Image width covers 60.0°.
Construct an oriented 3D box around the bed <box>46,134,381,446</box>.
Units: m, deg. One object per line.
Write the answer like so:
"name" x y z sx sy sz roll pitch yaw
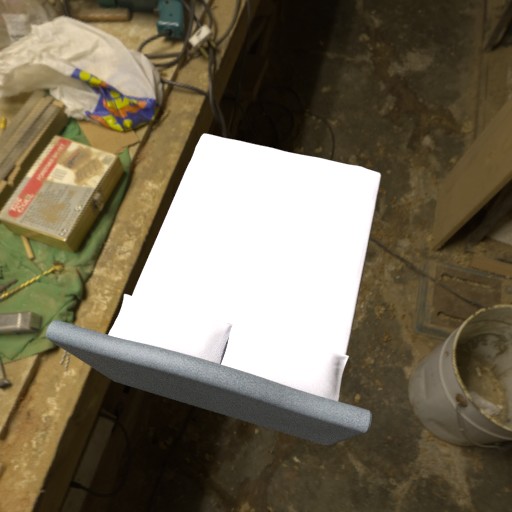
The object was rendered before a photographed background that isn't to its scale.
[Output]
"bed" 0.000 0.000 3.259 1.753 1.460 2.143 14 65 7
